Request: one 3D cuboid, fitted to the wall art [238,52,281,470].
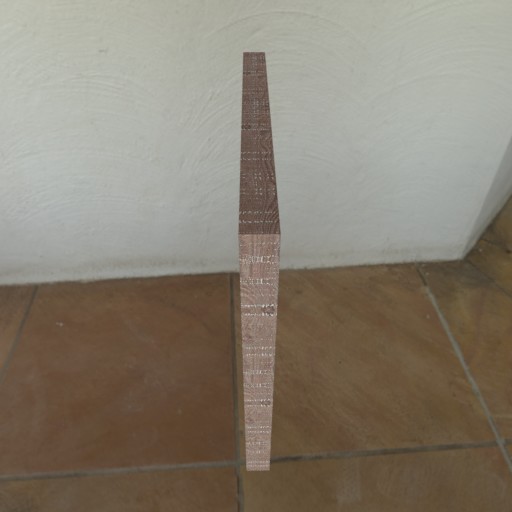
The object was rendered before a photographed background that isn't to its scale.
[{"bbox_3d":[0.000,0.000,0.795,0.040,0.531,0.531,0,42,-1],"label":"wall art"}]
